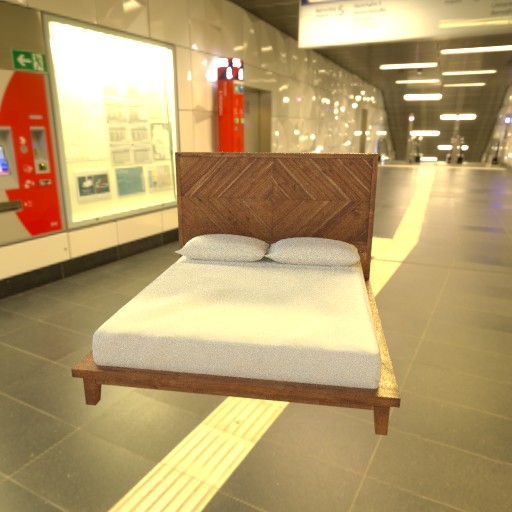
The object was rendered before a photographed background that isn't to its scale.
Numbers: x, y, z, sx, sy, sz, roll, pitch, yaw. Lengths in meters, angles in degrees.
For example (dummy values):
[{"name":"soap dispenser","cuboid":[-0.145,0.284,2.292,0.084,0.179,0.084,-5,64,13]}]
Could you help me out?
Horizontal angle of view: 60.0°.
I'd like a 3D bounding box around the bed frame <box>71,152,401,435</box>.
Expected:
[{"name":"bed frame","cuboid":[0.000,0.000,3.608,2.038,1.537,2.235,3,16,9]}]
